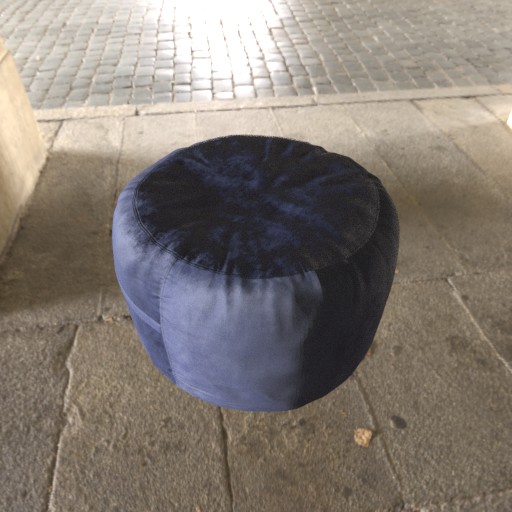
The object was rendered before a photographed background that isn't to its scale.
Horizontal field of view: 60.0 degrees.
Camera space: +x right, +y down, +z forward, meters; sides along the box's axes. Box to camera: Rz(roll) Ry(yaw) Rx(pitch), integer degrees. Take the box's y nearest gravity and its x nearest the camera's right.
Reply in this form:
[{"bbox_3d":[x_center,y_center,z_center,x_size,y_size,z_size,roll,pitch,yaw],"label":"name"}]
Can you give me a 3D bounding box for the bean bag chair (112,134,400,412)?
[{"bbox_3d":[0.000,0.000,2.038,1.219,0.762,1.219,0,42,0],"label":"bean bag chair"}]
